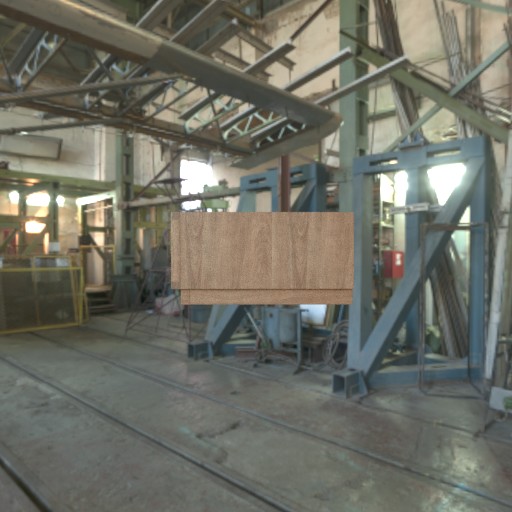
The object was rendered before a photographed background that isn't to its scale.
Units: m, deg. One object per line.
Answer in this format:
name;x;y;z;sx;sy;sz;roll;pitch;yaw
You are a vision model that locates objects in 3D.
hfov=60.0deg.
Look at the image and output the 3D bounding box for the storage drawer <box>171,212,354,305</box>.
storage drawer;0.000;0.000;2.270;0.538;0.264;2.032;0;0;-1
